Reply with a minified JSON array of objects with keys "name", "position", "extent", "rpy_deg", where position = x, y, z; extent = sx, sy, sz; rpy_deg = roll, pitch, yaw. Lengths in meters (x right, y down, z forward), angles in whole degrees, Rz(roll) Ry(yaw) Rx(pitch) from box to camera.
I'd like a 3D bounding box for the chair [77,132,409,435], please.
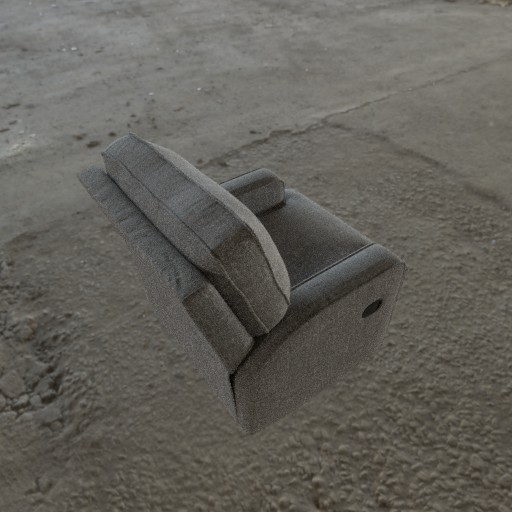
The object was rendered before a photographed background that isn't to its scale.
[{"name":"chair","position":[0.000,0.000,1.712],"extent":[0.964,0.962,0.861],"rpy_deg":[-26,47,-27]}]
